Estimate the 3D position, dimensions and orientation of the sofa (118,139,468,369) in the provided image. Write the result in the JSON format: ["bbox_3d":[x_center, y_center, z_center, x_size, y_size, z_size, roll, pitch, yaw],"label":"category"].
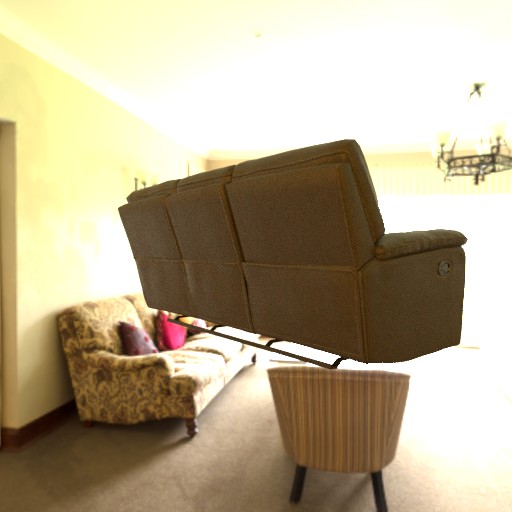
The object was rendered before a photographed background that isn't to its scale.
[{"bbox_3d":[0.000,0.000,3.161,1.104,1.134,2.627,-1,1,-37],"label":"sofa"}]
